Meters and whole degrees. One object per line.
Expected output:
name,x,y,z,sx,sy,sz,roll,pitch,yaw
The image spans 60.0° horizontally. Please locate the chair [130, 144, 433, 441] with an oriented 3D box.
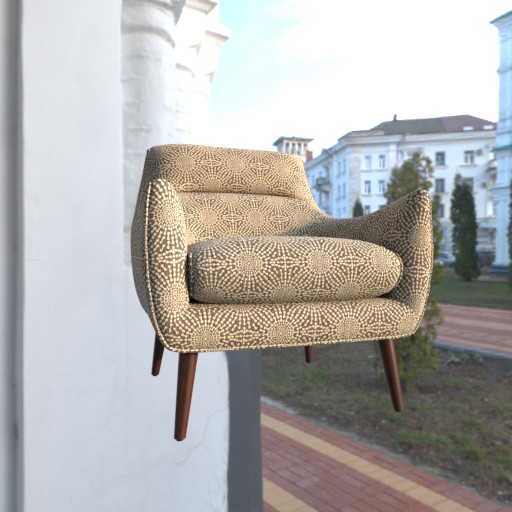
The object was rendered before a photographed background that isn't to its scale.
chair,0.000,0.000,1.422,0.762,0.838,0.787,0,0,-18
